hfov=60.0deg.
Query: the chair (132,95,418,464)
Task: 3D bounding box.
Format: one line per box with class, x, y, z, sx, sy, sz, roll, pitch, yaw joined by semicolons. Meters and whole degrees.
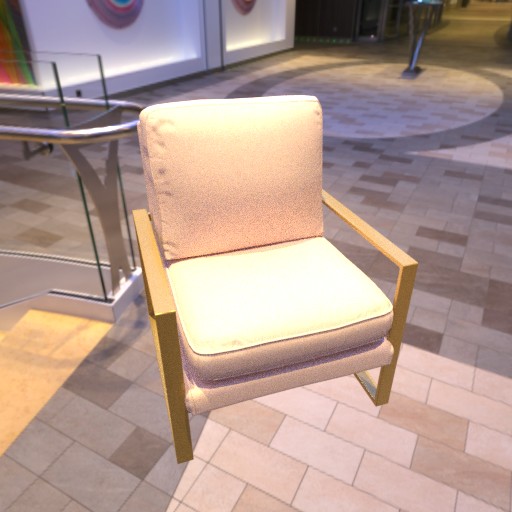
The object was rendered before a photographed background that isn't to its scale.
chair;0.000;0.000;1.531;0.758;0.956;0.813;-10;33;-15
